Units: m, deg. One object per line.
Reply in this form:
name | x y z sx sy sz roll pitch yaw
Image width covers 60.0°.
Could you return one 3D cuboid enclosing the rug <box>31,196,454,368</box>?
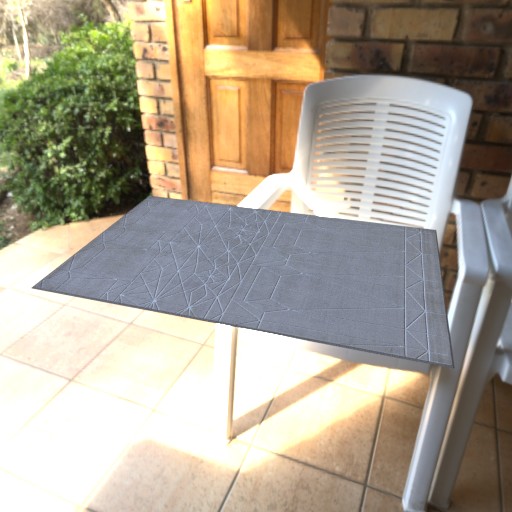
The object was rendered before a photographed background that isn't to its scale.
rug | 0.000 0.000 3.065 2.438 0.012 1.524 8 31 14
